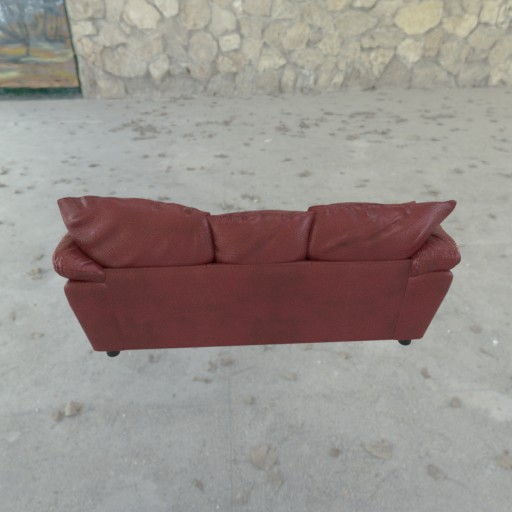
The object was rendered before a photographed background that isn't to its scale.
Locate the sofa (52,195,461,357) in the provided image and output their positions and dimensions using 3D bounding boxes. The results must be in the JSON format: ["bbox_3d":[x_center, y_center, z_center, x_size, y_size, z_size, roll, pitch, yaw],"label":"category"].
[{"bbox_3d":[0.000,0.000,2.898,2.390,1.091,0.907,-2,30,-3],"label":"sofa"}]
